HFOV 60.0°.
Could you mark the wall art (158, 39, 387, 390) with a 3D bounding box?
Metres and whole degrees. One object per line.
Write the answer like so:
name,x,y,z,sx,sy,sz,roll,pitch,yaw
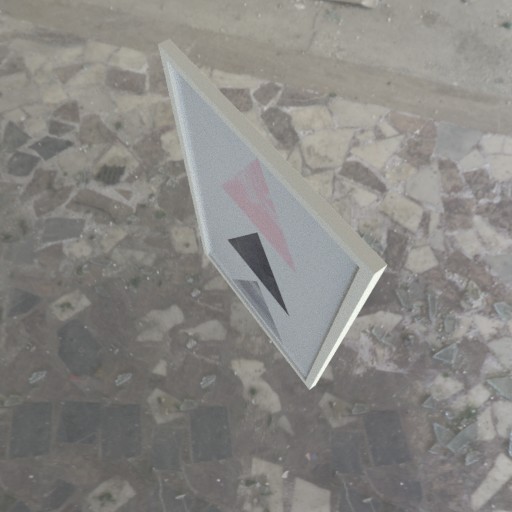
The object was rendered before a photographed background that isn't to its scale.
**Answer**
wall art,0.000,0.000,0.565,0.013,0.433,0.303,-33,67,-16
